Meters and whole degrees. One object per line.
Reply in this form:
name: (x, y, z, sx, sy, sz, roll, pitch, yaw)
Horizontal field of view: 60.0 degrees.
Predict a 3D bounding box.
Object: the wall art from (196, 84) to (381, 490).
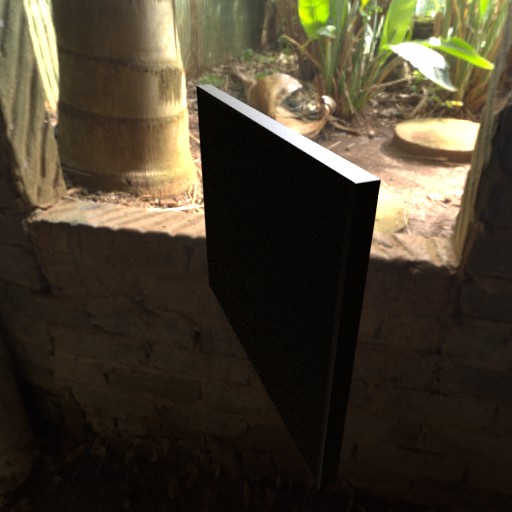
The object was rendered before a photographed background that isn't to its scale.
wall art: (0.000, 0.000, 0.740, 0.029, 0.458, 0.559, -11, 32, -18)
